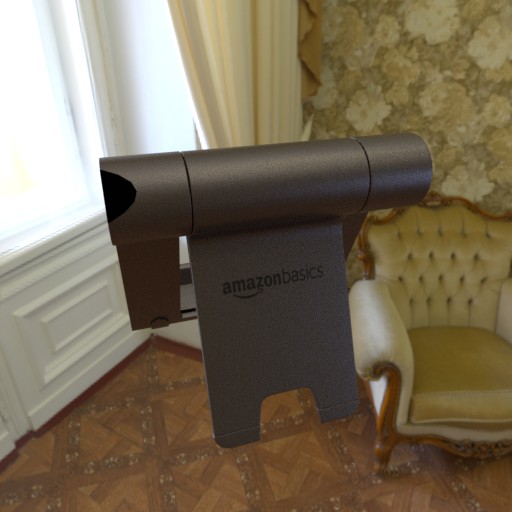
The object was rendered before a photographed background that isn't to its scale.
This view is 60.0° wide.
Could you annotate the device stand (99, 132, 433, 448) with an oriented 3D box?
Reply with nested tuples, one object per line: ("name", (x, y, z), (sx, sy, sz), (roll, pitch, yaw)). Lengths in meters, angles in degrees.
("device stand", (0.000, 0.000, 0.150), (0.088, 0.084, 0.079), (-9, 30, -16))
